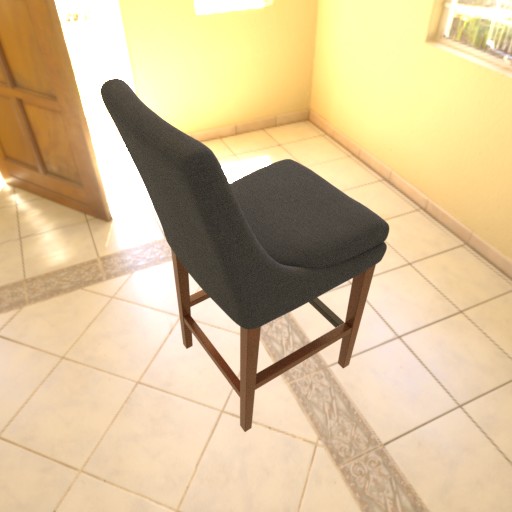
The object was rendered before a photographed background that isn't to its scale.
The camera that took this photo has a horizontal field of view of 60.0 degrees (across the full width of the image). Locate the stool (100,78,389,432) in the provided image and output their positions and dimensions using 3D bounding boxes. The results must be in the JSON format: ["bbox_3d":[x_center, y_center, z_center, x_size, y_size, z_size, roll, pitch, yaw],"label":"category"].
[{"bbox_3d":[0.000,0.000,1.260,0.577,0.981,0.470,-25,47,-25],"label":"stool"}]
